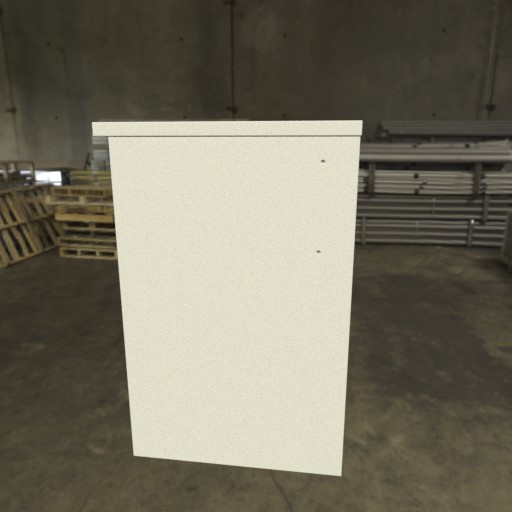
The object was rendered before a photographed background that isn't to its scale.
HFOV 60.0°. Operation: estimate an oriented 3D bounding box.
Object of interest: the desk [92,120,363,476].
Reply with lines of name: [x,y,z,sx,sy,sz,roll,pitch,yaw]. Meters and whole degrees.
desk: [0.000,0.000,1.321,0.498,0.729,0.900,2,15,8]
